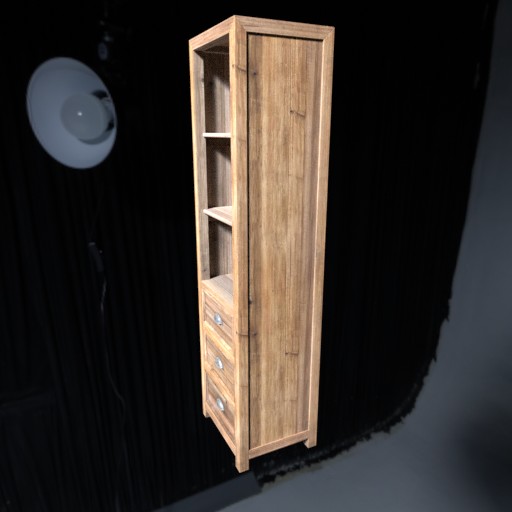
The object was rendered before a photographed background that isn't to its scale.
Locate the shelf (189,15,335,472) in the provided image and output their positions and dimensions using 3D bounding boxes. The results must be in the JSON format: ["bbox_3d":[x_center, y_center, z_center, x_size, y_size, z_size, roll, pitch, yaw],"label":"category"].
[{"bbox_3d":[0.000,0.000,2.086,0.428,1.900,0.500,-8,18,-25],"label":"shelf"}]
